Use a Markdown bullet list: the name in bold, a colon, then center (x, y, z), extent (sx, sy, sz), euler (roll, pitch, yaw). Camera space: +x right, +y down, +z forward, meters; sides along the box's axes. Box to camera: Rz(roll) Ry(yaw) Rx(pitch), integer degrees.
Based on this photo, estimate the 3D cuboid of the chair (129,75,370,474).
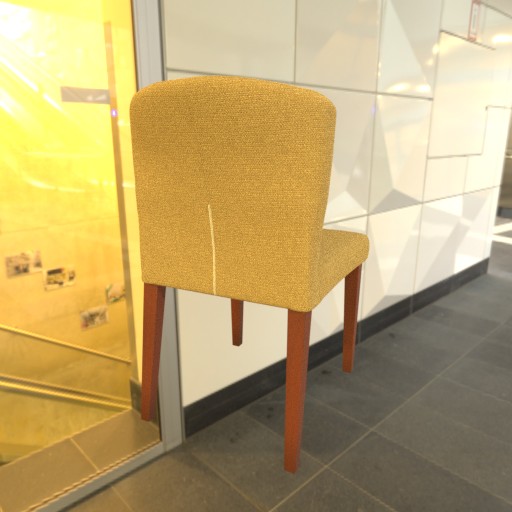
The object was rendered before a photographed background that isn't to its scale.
- **chair**: center (0.000, 0.000, 1.187), extent (0.491, 0.839, 0.589), euler (8, 17, 26)
